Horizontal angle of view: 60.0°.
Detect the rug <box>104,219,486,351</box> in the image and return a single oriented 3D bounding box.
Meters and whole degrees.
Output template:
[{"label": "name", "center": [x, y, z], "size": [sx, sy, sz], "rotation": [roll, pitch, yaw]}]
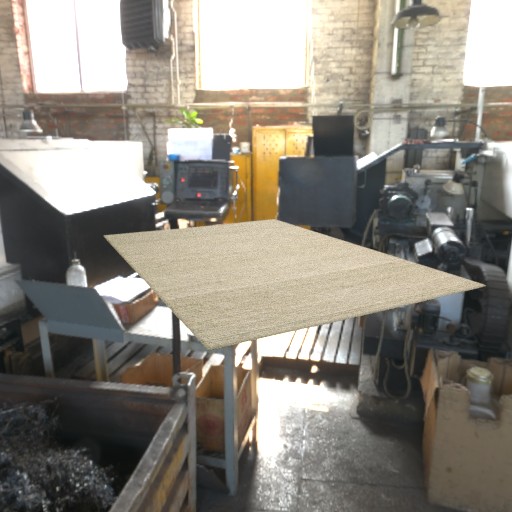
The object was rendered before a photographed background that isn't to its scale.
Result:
[{"label": "rug", "center": [0.000, 0.000, 5.182], "size": [2.782, 0.025, 3.935], "rotation": [-8, 17, -27]}]
